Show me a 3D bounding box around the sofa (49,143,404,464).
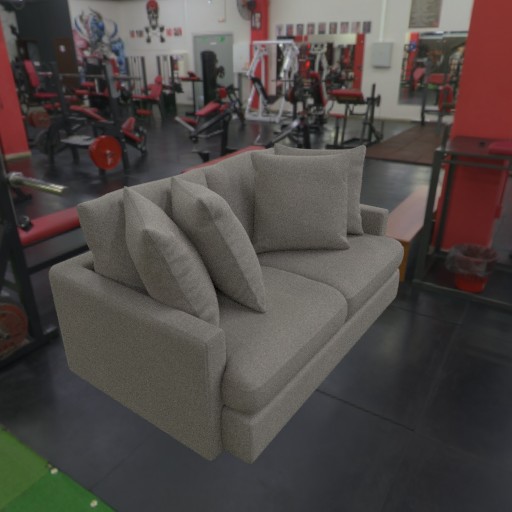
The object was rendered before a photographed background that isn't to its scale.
[{"bbox_3d":[0.000,0.000,2.579,1.228,1.080,1.869,17,30,32],"label":"sofa"}]
